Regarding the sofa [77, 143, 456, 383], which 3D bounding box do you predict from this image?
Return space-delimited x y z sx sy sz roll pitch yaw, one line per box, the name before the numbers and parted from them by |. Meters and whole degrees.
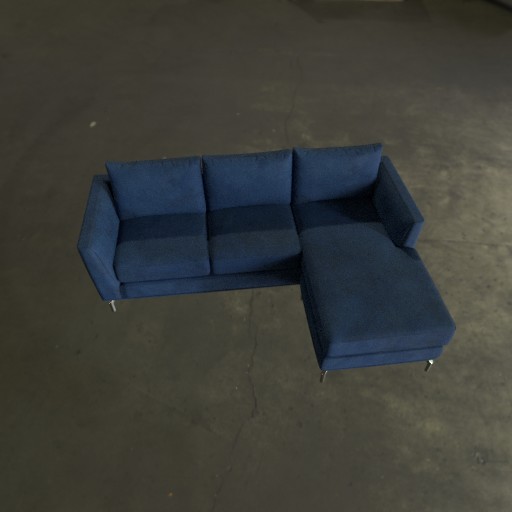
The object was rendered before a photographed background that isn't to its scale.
sofa | 0.000 0.000 3.268 2.438 0.987 1.622 -5 46 -5
